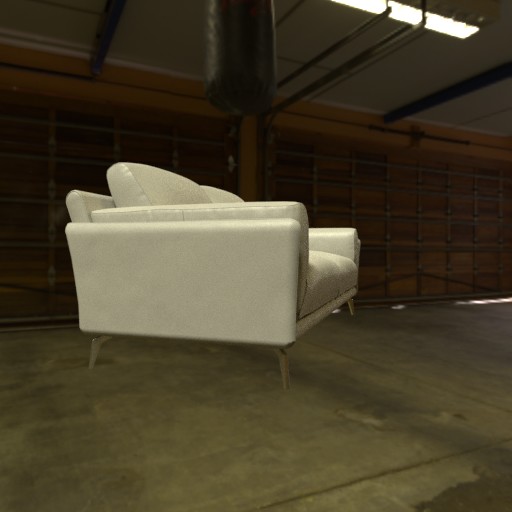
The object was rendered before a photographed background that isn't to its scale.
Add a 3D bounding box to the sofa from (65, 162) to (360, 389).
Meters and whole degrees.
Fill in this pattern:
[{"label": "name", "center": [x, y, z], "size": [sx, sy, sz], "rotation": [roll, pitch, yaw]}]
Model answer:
[{"label": "sofa", "center": [0.000, 0.000, 2.673], "size": [1.049, 0.930, 2.101], "rotation": [0, 0, 19]}]
